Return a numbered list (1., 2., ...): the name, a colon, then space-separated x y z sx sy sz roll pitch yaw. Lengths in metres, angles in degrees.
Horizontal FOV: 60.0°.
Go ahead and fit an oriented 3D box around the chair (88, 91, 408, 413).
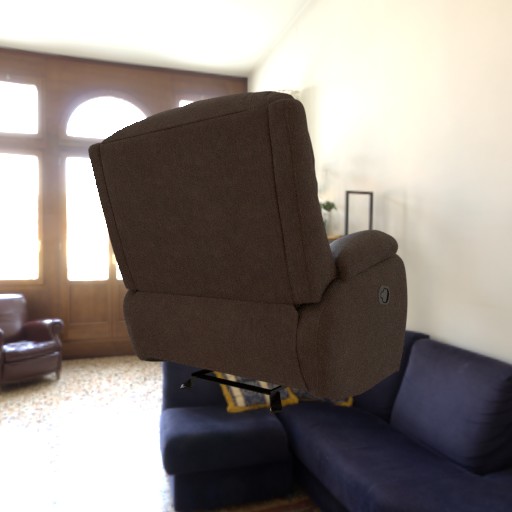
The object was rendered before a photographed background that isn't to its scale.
1. chair: 0.000 0.000 1.714 0.930 1.011 0.899 1 1 36
